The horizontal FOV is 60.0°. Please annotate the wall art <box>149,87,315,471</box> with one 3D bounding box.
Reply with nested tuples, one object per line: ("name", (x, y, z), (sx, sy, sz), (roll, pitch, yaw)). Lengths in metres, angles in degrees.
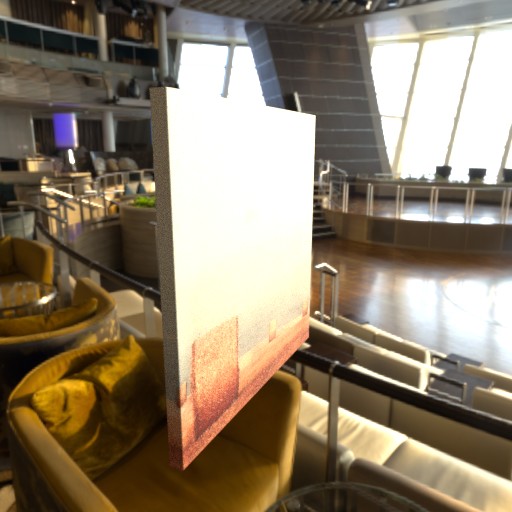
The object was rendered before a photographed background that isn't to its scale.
("wall art", (0.000, 0.000, 0.938), (0.034, 0.605, 0.605), (7, 15, 26))
